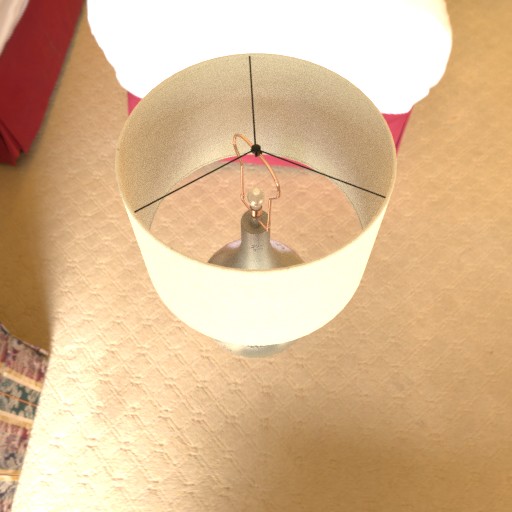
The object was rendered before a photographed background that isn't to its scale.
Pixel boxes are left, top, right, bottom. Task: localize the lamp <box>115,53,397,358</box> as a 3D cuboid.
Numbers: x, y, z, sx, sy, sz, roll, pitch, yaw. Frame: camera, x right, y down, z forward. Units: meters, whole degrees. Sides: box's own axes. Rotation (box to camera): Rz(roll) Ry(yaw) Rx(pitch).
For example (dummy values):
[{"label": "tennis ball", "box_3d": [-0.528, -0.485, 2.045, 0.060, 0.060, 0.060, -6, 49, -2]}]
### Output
[{"label": "lamp", "box_3d": [0.000, 0.000, 0.717, 0.330, 0.521, 0.330, 0, 63, 0]}]
